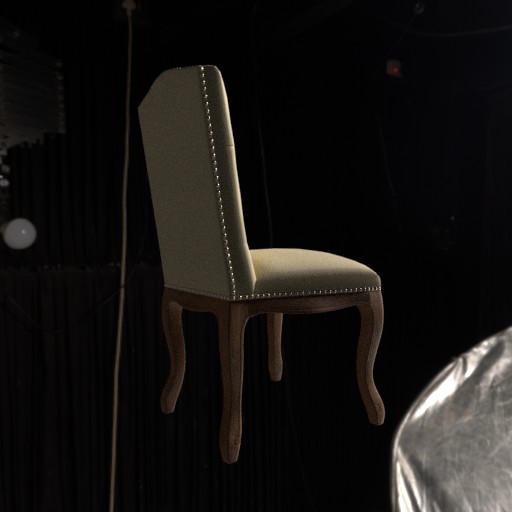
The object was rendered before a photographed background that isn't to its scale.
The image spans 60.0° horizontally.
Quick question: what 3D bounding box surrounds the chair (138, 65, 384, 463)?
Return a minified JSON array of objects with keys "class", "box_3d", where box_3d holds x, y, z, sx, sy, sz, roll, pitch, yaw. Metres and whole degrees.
[{"class":"chair","box_3d":[0.000,0.000,1.591,0.715,1.165,0.623,-1,3,-35]}]
